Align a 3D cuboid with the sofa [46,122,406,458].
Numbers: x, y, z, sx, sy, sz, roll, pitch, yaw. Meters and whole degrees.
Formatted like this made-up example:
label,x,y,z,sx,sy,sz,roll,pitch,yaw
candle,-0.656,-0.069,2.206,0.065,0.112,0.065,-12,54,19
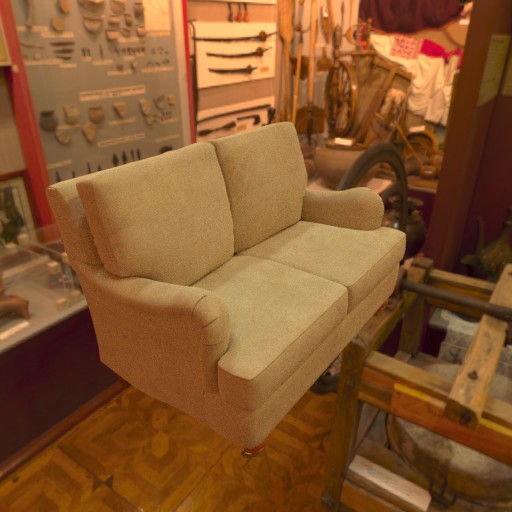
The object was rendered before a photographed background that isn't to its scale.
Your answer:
label,x,y,z,sx,sy,sz,roll,pitch,yaw
sofa,0.000,0.000,2.220,1.086,1.087,1.498,18,32,32
